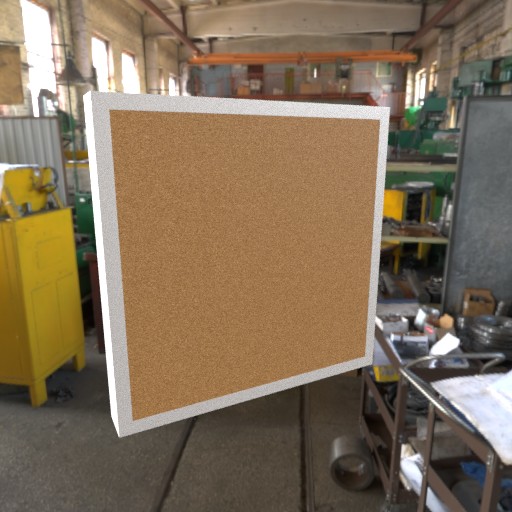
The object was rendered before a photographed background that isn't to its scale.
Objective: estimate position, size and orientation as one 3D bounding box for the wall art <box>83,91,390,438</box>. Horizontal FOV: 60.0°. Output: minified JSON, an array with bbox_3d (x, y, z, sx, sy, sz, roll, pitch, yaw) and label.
[{"bbox_3d":[0.000,0.000,0.458,0.305,0.302,0.038,-7,16,-27],"label":"wall art"}]
